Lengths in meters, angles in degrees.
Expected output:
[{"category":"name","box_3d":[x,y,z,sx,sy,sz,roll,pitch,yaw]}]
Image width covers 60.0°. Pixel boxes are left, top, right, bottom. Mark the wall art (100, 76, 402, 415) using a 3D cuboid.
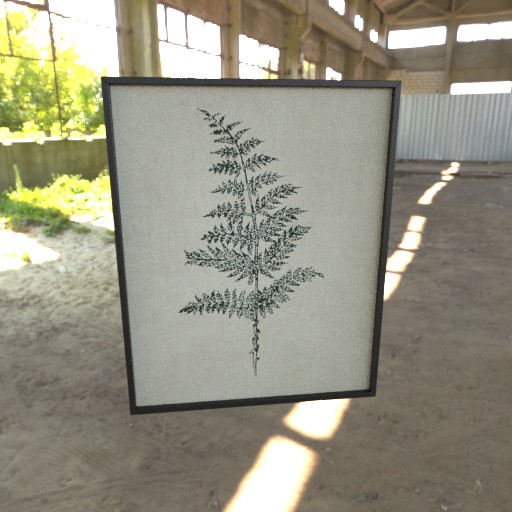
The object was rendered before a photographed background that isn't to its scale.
[{"category":"wall art","box_3d":[0.000,0.000,0.748,0.449,0.555,0.039,-2,16,-7]}]
